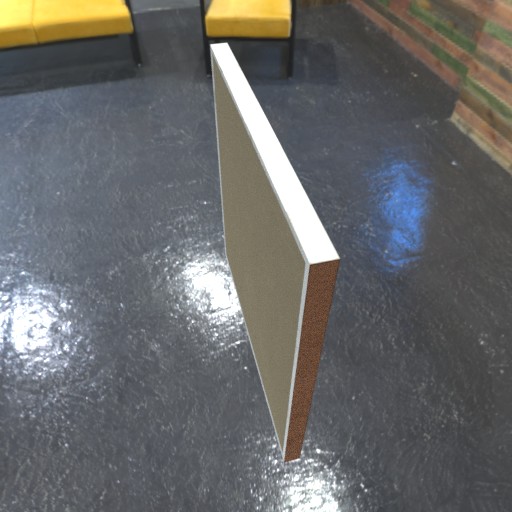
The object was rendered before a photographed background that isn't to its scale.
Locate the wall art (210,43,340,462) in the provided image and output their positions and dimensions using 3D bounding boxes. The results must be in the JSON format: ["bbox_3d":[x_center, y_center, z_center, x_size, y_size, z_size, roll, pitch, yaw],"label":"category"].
[{"bbox_3d":[0.000,0.000,0.750,0.029,0.506,0.508,-10,47,-10],"label":"wall art"}]
